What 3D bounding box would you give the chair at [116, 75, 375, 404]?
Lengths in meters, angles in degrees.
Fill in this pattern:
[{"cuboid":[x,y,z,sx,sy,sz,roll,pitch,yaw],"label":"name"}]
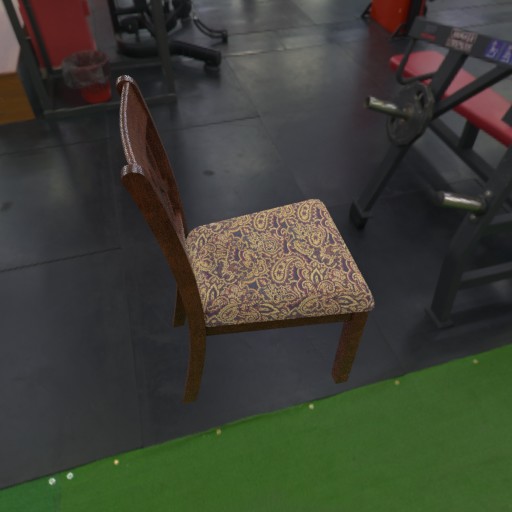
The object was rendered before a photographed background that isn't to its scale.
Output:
[{"cuboid":[0.000,0.000,1.299,0.584,0.965,0.457,-10,48,-9],"label":"chair"}]
